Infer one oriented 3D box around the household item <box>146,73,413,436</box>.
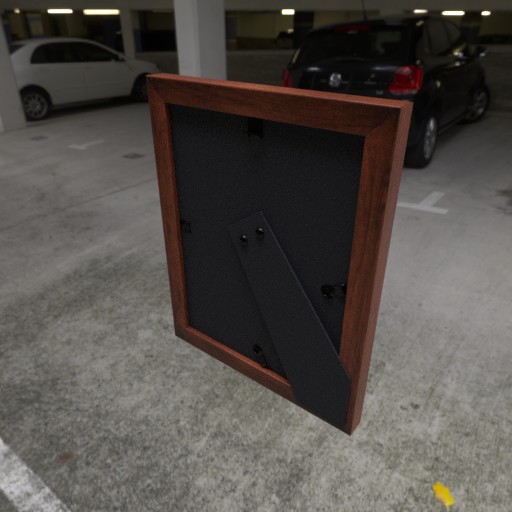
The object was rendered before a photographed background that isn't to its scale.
[{"bbox_3d":[0.000,0.000,0.347,0.200,0.250,0.020,21,35,33],"label":"household item"}]
